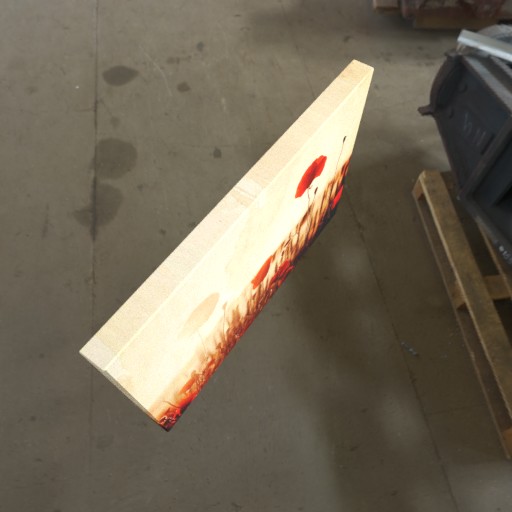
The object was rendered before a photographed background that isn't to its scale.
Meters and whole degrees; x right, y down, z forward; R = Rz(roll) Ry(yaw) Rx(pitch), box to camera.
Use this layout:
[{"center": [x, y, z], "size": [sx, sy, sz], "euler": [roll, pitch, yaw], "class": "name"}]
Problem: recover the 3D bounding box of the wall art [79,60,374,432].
[{"center": [0.000, 0.000, 0.777], "size": [0.040, 0.402, 0.613], "euler": [32, 65, 17], "class": "wall art"}]
